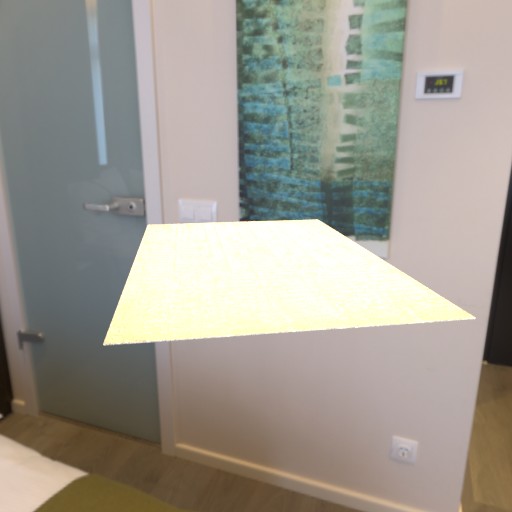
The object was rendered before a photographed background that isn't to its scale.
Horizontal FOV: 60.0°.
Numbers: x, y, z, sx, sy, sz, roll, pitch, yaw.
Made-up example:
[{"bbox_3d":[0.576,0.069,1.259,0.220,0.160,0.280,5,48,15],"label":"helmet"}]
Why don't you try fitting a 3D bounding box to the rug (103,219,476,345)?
[{"bbox_3d":[0.000,0.000,2.272,1.211,0.007,1.827,-2,15,-9],"label":"rug"}]
